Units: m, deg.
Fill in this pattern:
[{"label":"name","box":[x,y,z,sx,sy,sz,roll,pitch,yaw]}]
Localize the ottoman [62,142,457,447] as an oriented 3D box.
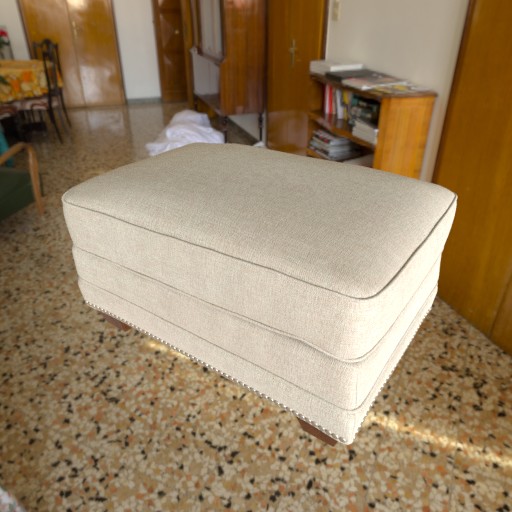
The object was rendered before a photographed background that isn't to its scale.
[{"label":"ottoman","box":[0.000,0.000,1.126,0.813,0.458,0.559,19,35,30]}]
